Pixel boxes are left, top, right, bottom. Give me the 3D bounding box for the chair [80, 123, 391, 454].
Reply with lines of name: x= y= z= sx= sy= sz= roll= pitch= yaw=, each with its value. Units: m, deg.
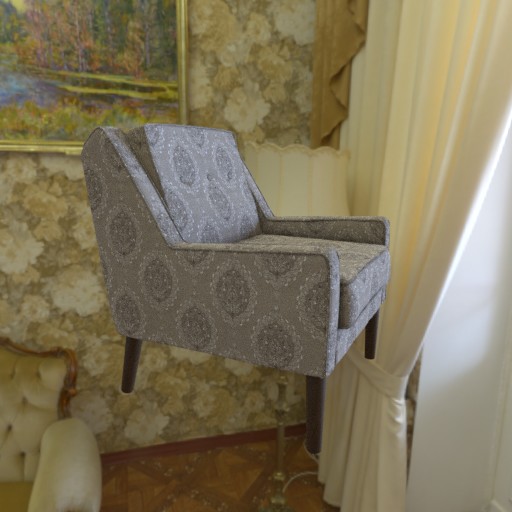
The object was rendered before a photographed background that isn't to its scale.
chair: x=0.000 y=0.000 z=1.389 sx=0.750 sy=0.797 sz=0.665 roll=7 pitch=14 yaw=27
